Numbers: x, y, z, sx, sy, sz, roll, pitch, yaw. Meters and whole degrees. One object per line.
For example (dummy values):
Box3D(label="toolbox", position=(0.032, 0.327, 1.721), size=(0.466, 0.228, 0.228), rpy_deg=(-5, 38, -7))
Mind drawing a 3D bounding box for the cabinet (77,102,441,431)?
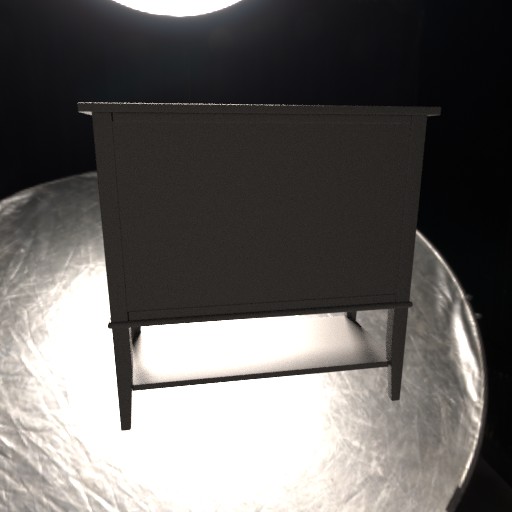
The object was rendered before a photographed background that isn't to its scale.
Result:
Box3D(label="cabinet", position=(0.000, 0.000, 1.246), size=(0.801, 0.780, 0.396), rpy_deg=(-3, 15, -10))
